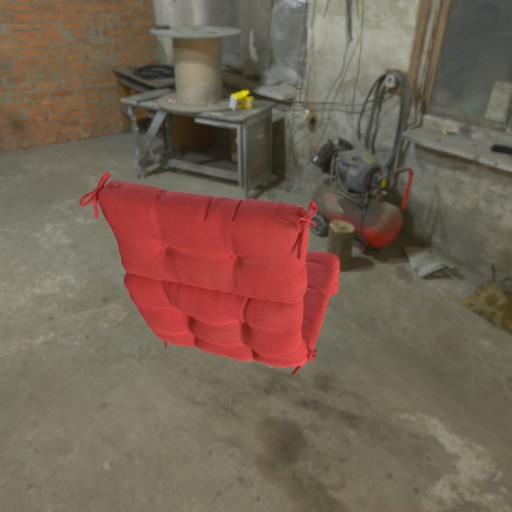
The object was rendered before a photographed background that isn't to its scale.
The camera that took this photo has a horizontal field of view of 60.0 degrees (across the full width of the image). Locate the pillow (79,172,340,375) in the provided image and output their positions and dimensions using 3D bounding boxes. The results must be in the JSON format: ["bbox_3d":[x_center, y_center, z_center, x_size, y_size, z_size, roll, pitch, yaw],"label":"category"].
[{"bbox_3d":[0.000,0.000,1.516,0.526,0.863,1.016,9,33,15],"label":"pillow"}]
